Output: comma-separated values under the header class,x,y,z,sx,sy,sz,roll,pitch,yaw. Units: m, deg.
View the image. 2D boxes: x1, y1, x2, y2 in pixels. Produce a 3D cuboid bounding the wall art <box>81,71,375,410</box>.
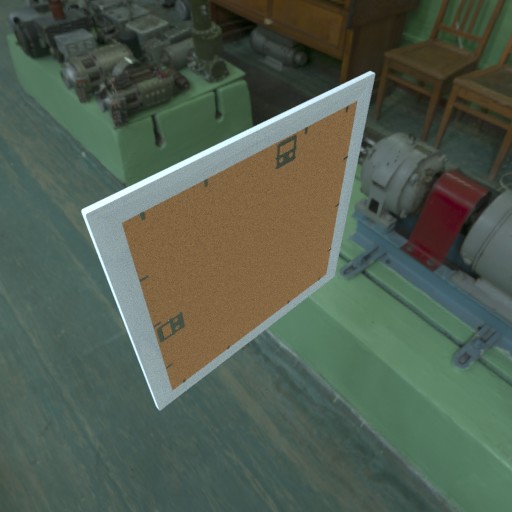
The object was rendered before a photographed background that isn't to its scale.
class,x,y,z,sx,sy,sz,roll,pitch,yaw
wall art,0.000,0.000,0.904,0.584,0.584,0.013,-33,56,-27
